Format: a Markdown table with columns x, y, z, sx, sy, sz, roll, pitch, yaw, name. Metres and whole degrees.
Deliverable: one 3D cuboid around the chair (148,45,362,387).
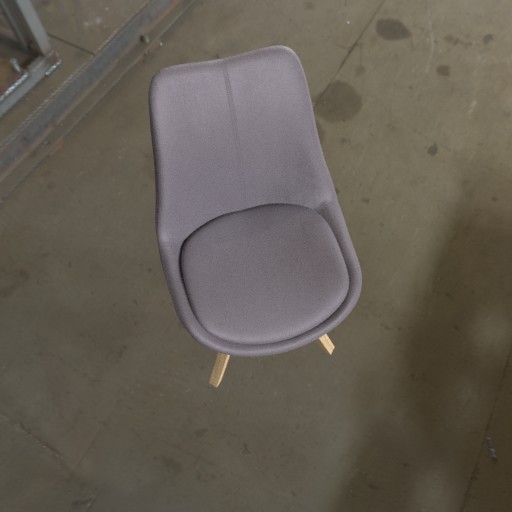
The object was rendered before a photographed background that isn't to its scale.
| x | y | z | sx | sy | sz | roll | pitch | yaw | name |
| --- | --- | --- | --- | --- | --- | --- | --- | --- | --- |
| 0.000 | 0.000 | 1.193 | 0.483 | 0.865 | 0.547 | -14 | 65 | -7 | chair |
